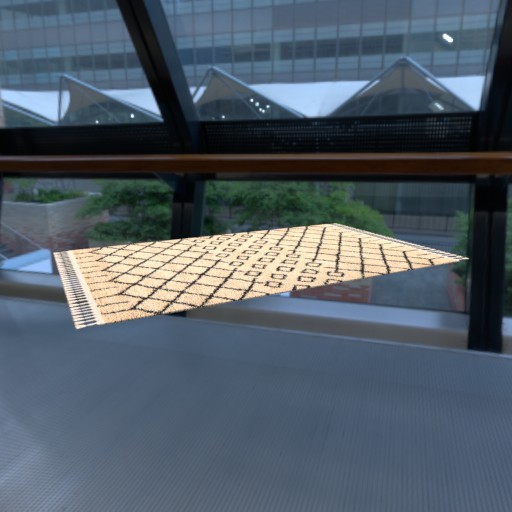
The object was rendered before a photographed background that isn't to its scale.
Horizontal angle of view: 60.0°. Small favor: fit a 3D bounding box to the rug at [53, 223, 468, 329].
[{"bbox_3d":[0.000,0.000,2.474,2.006,0.008,1.196,-7,16,-26],"label":"rug"}]
